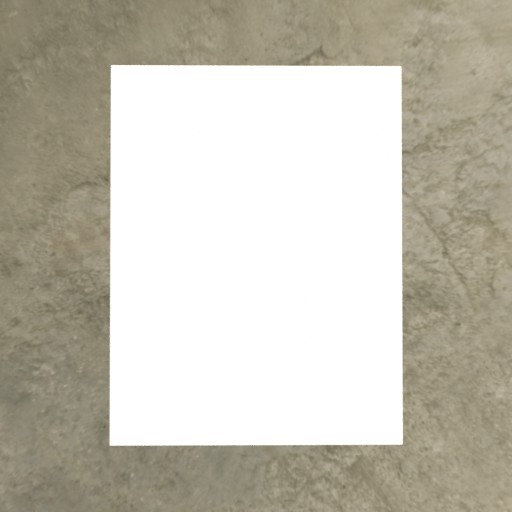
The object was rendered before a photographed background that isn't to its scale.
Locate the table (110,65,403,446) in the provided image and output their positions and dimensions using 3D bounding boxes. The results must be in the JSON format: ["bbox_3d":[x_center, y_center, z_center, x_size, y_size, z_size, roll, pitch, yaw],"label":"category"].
[{"bbox_3d":[0.000,0.000,0.781,0.399,0.357,0.517,0,89,0],"label":"table"}]
